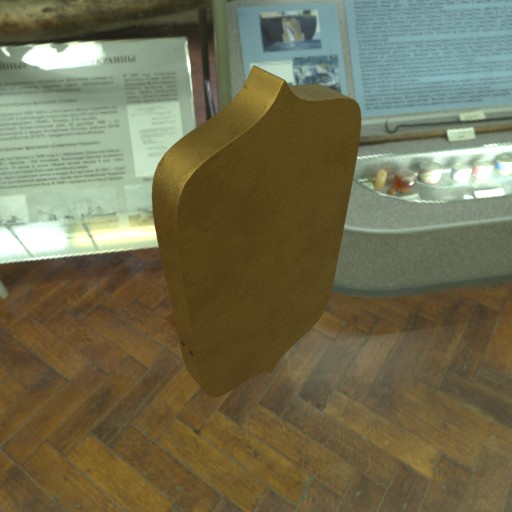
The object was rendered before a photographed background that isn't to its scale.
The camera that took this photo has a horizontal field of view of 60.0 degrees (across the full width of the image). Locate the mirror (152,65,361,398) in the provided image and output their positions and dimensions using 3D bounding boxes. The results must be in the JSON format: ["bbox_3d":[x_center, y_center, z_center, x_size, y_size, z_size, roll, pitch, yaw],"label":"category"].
[{"bbox_3d":[0.000,0.000,0.721,0.323,0.613,0.096,-31,53,-27],"label":"mirror"}]
